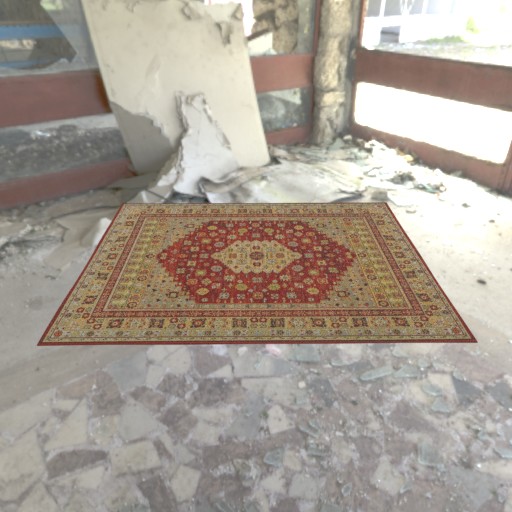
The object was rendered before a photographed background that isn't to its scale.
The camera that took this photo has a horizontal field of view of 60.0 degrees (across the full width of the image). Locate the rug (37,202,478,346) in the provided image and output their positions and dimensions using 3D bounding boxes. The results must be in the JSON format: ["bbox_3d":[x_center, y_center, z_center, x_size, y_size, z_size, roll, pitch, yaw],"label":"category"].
[{"bbox_3d":[0.000,0.000,4.084,3.053,0.013,2.387,0,31,-1],"label":"rug"}]
